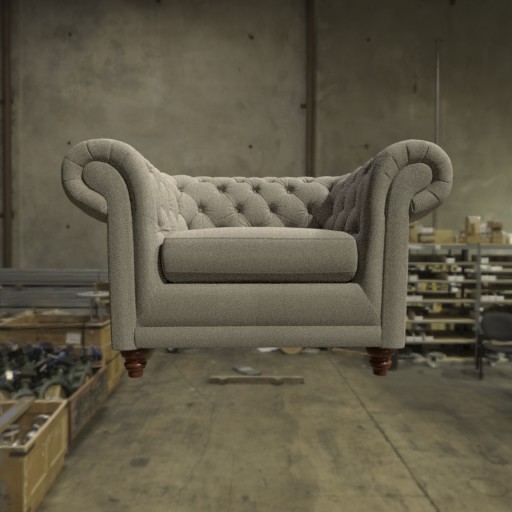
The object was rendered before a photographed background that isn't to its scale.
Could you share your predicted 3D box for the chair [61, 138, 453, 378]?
[{"bbox_3d":[0.000,0.000,1.868,1.270,0.770,0.976,0,1,-2],"label":"chair"}]
